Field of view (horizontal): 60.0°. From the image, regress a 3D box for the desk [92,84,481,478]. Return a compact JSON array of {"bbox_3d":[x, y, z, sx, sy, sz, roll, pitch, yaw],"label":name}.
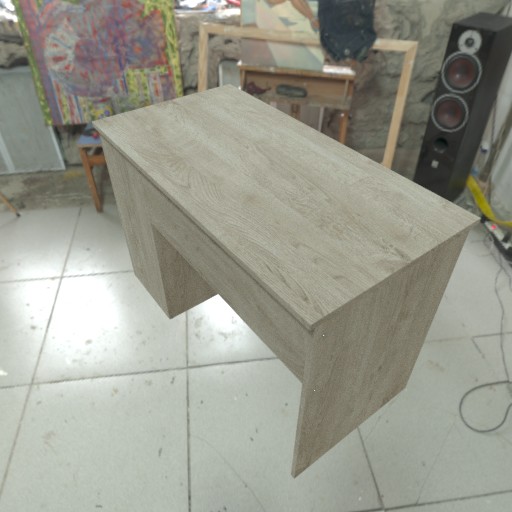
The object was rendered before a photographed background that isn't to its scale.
[{"bbox_3d":[0.000,0.000,1.530,0.560,0.730,1.096,-26,48,-27],"label":"desk"}]
